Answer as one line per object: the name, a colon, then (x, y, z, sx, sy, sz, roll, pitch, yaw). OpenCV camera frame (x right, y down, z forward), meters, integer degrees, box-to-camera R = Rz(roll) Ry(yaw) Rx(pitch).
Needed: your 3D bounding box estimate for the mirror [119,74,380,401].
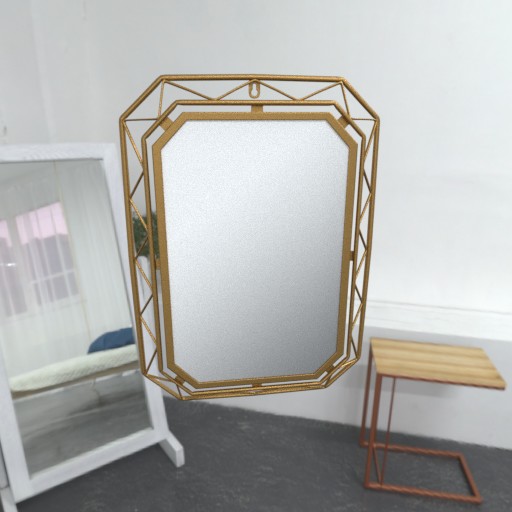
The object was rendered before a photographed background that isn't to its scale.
mirror: (0.000, 0.000, 0.739, 0.417, 0.566, 0.042, -2, 18, -8)
